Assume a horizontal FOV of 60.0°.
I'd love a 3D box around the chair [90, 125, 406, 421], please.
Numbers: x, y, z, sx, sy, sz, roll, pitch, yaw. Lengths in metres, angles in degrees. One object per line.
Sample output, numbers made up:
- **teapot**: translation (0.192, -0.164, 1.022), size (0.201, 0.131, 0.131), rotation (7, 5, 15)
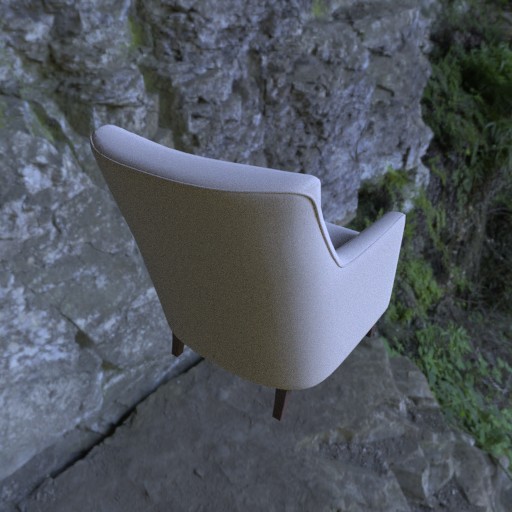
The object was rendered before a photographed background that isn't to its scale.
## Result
- **chair**: translation (0.000, 0.000, 1.560), size (0.756, 0.916, 0.879), rotation (22, 37, 32)
